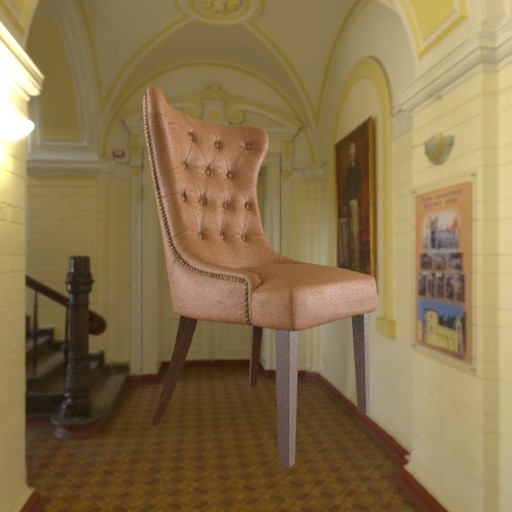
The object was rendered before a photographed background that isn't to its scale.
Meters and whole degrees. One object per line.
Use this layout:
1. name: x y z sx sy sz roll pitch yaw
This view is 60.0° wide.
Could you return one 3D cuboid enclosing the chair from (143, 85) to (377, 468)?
1. chair: 0.000 0.000 1.479 0.669 1.065 0.611 0 0 37
